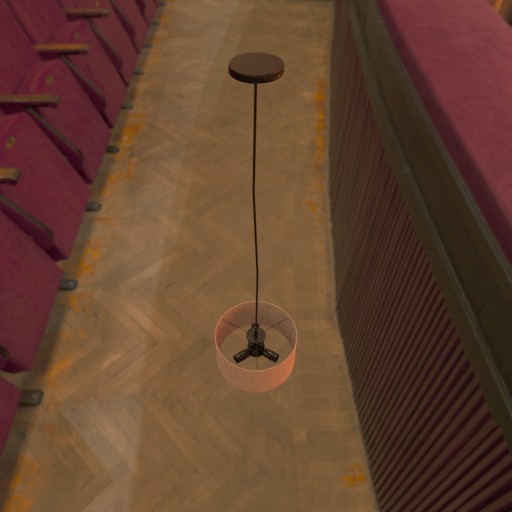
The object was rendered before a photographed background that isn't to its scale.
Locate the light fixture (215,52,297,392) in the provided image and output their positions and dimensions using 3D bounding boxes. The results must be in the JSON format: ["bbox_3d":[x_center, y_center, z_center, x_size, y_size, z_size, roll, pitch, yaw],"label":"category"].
[{"bbox_3d":[0.000,0.000,1.751,0.399,1.516,0.399,0,46,0],"label":"light fixture"}]
